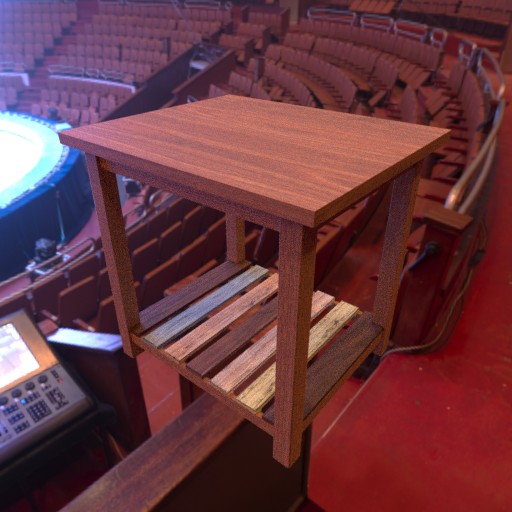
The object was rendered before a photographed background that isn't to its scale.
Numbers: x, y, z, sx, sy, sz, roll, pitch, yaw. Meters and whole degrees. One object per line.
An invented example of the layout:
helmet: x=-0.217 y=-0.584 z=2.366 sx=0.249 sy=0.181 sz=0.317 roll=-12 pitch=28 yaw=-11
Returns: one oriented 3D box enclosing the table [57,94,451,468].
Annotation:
table: x=0.000 y=0.000 z=1.132 sx=0.660 sy=0.635 sz=0.559 roll=22 pitch=37 yaw=33
